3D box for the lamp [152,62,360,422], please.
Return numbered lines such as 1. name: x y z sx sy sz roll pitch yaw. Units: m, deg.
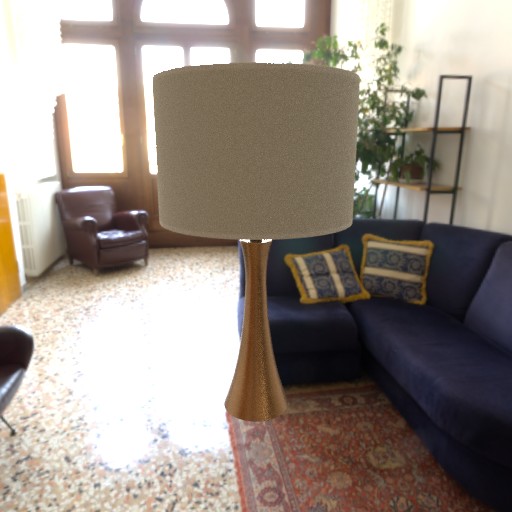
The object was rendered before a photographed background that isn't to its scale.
1. lamp: 0.000 0.000 0.643 0.268 0.479 0.268 -13 20 -42
